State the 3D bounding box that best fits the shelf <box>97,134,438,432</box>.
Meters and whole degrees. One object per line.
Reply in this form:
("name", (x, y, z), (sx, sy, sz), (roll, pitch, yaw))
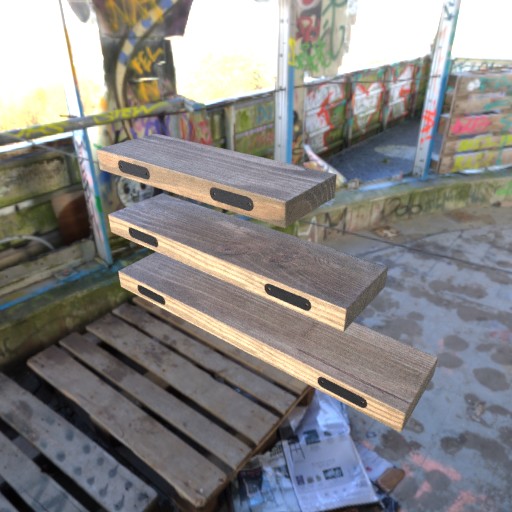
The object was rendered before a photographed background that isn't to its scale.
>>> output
("shelf", (0.000, 0.000, 0.751), (0.610, 0.293, 0.140), (20, 35, 32))
